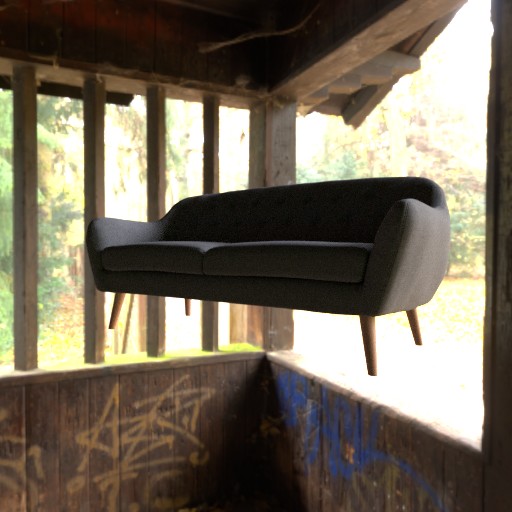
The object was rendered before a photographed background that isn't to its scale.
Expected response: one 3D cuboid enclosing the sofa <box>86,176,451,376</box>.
[{"bbox_3d":[0.000,0.000,2.276,1.840,0.820,0.820,1,1,36],"label":"sofa"}]
